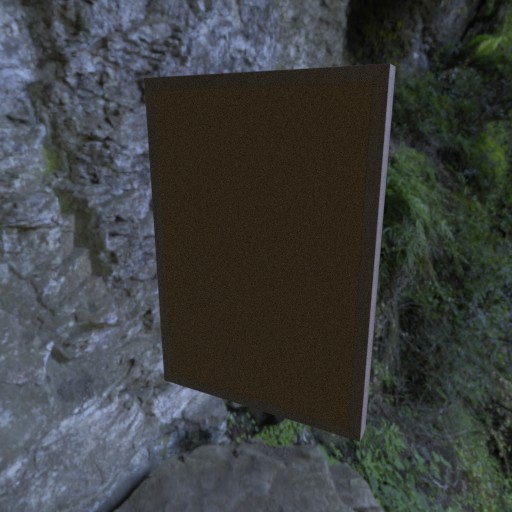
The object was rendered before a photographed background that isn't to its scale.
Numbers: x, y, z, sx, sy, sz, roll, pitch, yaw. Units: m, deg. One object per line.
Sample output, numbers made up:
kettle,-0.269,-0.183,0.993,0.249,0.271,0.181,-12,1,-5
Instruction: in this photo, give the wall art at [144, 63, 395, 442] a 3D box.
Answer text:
wall art,0.000,0.000,0.662,0.356,0.509,0.031,8,19,26
